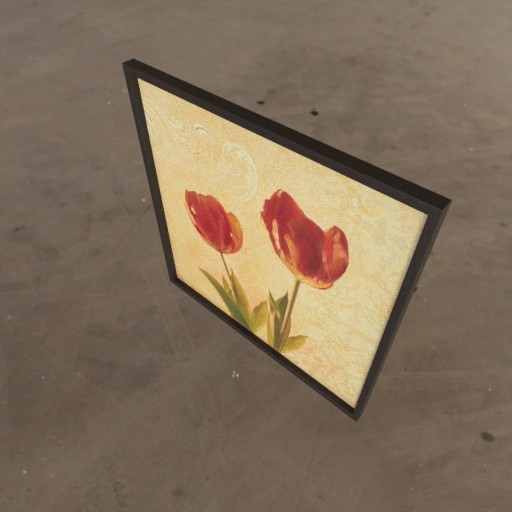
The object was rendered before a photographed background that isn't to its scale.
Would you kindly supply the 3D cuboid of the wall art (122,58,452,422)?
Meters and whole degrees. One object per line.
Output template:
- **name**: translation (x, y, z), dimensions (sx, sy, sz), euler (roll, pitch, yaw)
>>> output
- **wall art**: translation (0.000, 0.000, 1.173), dimensions (0.805, 0.807, 0.043), euler (32, 55, 27)
